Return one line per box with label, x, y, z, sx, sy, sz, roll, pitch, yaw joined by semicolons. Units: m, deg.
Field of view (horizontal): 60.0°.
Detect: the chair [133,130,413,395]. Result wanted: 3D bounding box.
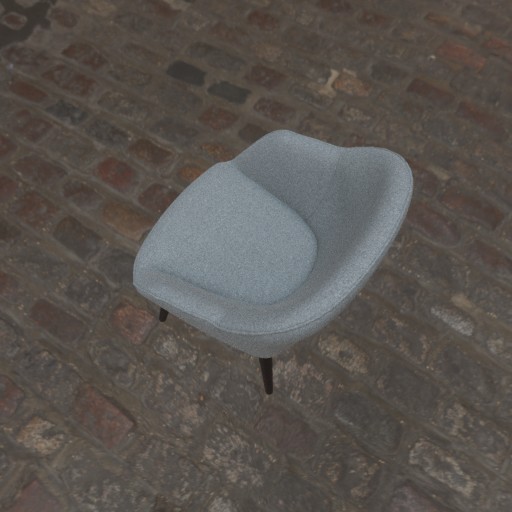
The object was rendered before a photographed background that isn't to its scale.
chair;0.000;0.000;1.258;0.611;0.810;0.589;31;68;14
